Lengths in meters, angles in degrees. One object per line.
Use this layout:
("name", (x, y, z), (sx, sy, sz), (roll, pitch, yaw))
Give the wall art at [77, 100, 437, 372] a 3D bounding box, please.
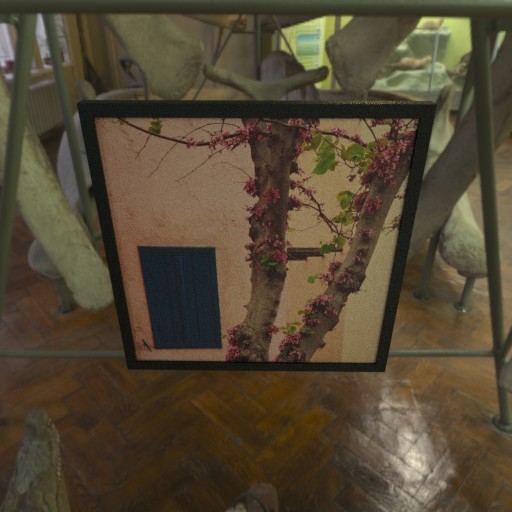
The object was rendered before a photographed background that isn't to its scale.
("wall art", (0.000, 0.000, 1.141), (0.762, 0.762, 0.038), (0, 30, 1))
